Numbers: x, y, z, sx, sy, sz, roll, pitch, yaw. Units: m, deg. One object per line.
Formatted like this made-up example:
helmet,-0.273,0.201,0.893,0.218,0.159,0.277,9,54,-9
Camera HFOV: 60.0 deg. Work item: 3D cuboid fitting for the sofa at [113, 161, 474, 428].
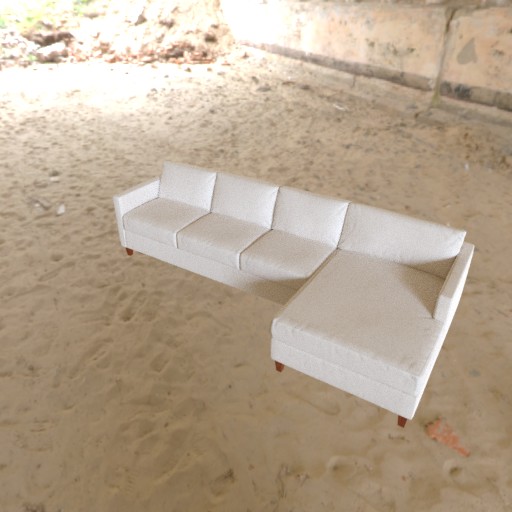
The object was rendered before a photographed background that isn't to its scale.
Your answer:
sofa,0.000,0.000,4.147,3.471,0.954,1.606,18,35,27
